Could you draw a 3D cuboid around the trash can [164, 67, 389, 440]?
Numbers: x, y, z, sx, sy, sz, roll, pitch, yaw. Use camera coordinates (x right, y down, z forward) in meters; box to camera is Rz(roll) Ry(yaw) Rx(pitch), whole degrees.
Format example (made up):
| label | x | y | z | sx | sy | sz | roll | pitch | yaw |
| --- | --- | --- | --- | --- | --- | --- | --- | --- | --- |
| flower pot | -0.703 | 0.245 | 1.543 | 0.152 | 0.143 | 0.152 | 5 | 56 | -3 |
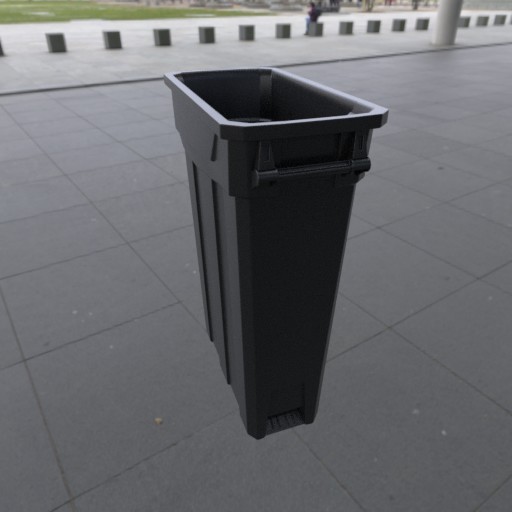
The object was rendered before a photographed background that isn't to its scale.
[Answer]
| label | x | y | z | sx | sy | sz | roll | pitch | yaw |
| --- | --- | --- | --- | --- | --- | --- | --- | --- | --- |
| trash can | 0.000 | 0.000 | 1.059 | 0.281 | 0.762 | 0.559 | -10 | 32 | -17 |
